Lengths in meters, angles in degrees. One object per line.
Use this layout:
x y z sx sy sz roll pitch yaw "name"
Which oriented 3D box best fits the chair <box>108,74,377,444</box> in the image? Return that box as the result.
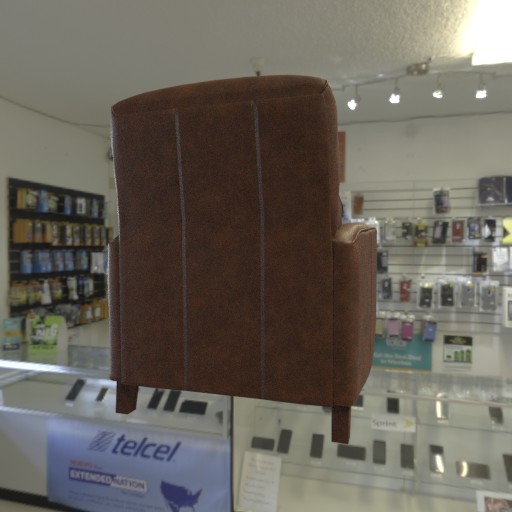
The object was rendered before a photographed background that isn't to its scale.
0.000 0.000 1.625 0.839 1.010 0.850 0 1 18 "chair"
